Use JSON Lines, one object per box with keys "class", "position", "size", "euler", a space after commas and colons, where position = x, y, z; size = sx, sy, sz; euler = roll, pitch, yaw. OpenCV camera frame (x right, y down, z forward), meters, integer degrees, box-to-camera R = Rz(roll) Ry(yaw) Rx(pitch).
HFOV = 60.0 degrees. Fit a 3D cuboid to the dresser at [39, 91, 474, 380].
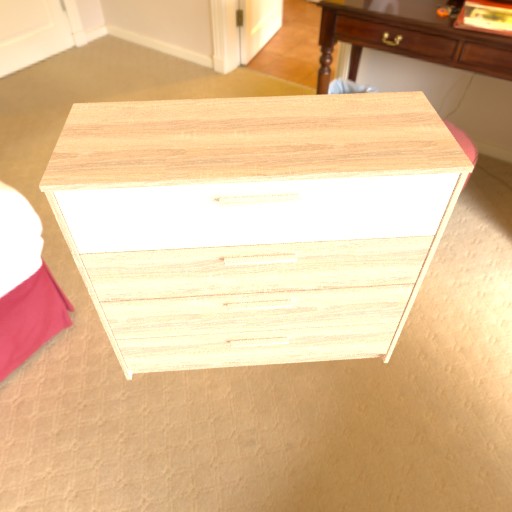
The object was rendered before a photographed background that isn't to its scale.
{"class": "dresser", "position": [0.000, 0.000, 1.443], "size": [0.980, 0.900, 0.380], "euler": [-3, 47, -3]}
